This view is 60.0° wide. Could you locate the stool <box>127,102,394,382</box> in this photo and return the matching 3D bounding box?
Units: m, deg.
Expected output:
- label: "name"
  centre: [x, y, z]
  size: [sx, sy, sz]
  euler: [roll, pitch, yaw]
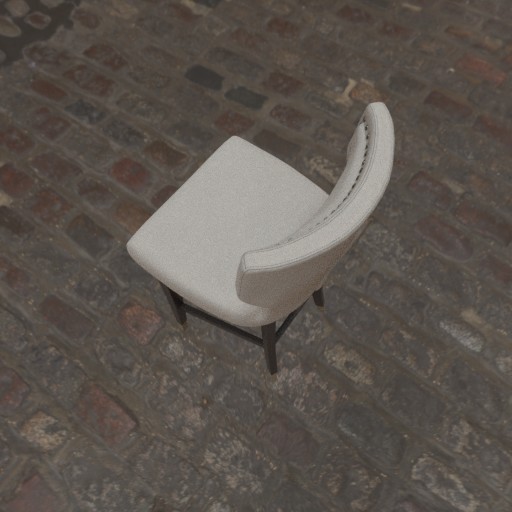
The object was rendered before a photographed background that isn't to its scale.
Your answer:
- label: "stool"
  centre: [0.000, 0.000, 1.406]
  size: [0.563, 1.092, 0.526]
  euler: [33, 68, 15]
